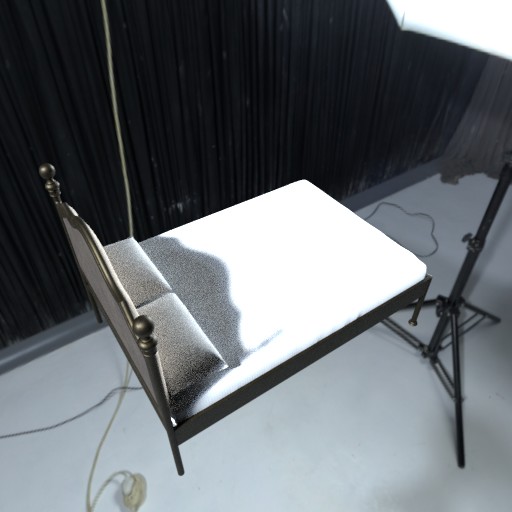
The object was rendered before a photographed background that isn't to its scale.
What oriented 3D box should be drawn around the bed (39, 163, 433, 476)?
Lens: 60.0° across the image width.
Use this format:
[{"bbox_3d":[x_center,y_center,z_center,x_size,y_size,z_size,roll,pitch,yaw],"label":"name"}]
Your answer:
[{"bbox_3d":[0.000,0.000,3.129,2.170,1.462,1.533,-24,47,-25],"label":"bed"}]
